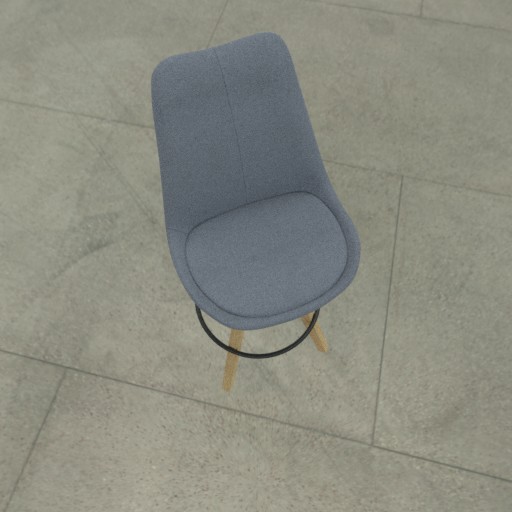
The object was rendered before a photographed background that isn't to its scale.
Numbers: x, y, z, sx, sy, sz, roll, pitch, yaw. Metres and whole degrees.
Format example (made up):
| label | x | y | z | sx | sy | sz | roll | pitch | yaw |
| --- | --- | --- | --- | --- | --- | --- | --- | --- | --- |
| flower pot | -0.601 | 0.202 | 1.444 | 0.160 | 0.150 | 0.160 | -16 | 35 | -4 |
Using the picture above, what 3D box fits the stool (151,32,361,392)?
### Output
| label | x | y | z | sx | sy | sz | roll | pitch | yaw |
| --- | --- | --- | --- | --- | --- | --- | --- | --- | --- |
| stool | 0.000 | 0.000 | 1.367 | 0.485 | 1.115 | 0.550 | -19 | 64 | -10 |
